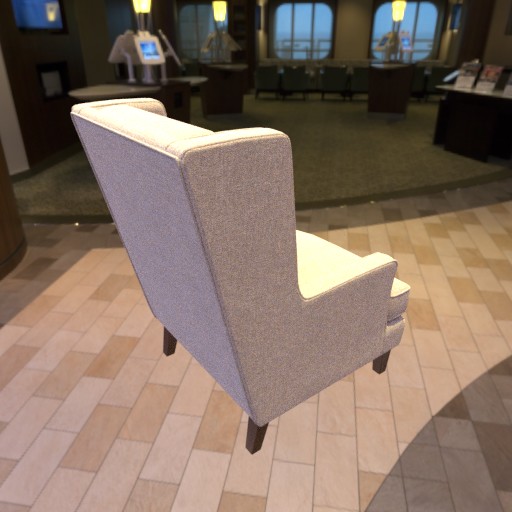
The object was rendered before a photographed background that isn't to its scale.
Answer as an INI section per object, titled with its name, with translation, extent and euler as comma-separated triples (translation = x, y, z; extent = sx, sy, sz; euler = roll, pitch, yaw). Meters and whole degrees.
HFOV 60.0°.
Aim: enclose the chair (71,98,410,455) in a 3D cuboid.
[chair]
translation = 0.000, 0.000, 1.650
extent = 0.948, 1.082, 0.764
euler = -19, 32, -32
